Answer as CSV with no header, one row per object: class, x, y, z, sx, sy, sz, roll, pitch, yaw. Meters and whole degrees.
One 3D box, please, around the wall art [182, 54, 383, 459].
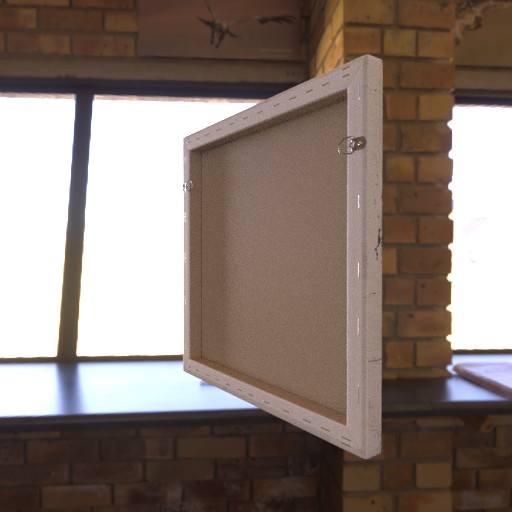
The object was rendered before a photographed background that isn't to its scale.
wall art,0.000,0.000,0.918,0.040,0.611,0.610,-1,1,-36
